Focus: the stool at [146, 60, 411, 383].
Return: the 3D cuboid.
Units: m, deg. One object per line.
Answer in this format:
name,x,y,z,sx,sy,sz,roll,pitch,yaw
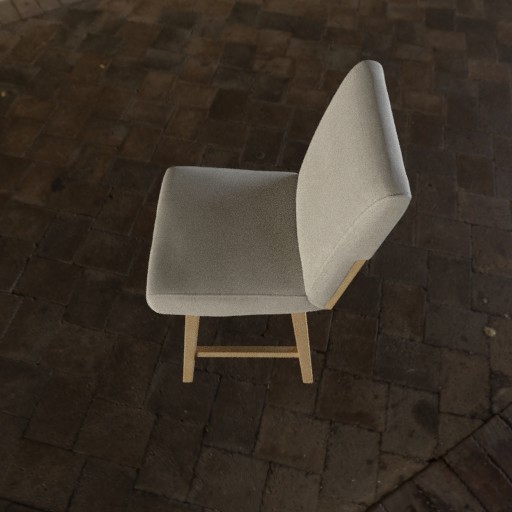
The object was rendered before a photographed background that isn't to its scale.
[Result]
stool,0.000,0.000,1.275,0.543,1.015,0.446,0,58,0
